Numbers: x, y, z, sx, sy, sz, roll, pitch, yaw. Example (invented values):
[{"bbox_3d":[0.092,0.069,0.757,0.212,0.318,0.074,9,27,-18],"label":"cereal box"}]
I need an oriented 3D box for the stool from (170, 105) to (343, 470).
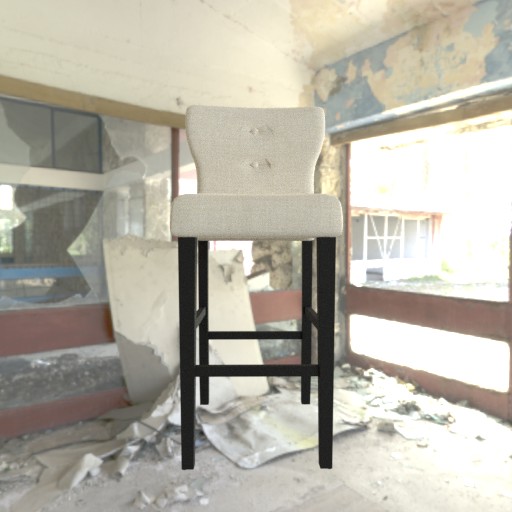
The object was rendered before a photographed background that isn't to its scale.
[{"bbox_3d":[0.000,0.000,1.439,0.516,1.124,0.603,0,2,-1],"label":"stool"}]
